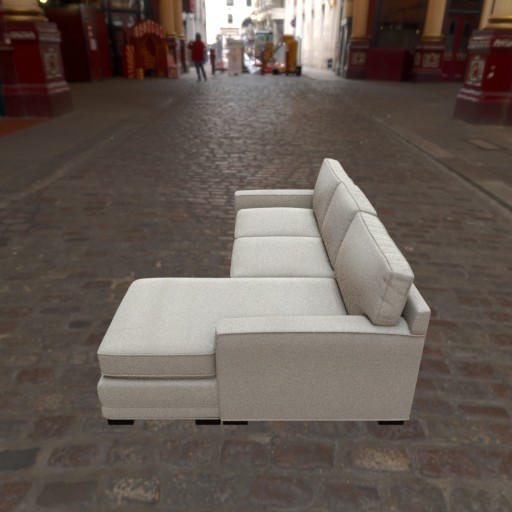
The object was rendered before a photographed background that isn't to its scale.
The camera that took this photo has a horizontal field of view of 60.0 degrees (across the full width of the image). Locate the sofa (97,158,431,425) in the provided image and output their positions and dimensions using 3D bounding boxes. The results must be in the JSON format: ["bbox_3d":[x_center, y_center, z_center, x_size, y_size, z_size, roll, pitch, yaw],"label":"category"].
[{"bbox_3d":[0.000,0.000,2.921,1.496,0.861,2.087,0,26,0],"label":"sofa"}]
